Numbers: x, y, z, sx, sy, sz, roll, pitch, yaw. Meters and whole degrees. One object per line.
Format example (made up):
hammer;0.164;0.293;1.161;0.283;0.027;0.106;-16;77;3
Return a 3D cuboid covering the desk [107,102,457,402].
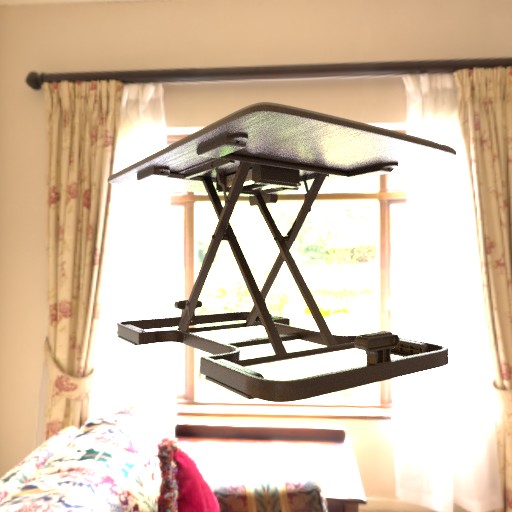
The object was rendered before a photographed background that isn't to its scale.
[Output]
desk;0.000;0.000;1.144;0.546;0.470;0.820;0;0;-35
